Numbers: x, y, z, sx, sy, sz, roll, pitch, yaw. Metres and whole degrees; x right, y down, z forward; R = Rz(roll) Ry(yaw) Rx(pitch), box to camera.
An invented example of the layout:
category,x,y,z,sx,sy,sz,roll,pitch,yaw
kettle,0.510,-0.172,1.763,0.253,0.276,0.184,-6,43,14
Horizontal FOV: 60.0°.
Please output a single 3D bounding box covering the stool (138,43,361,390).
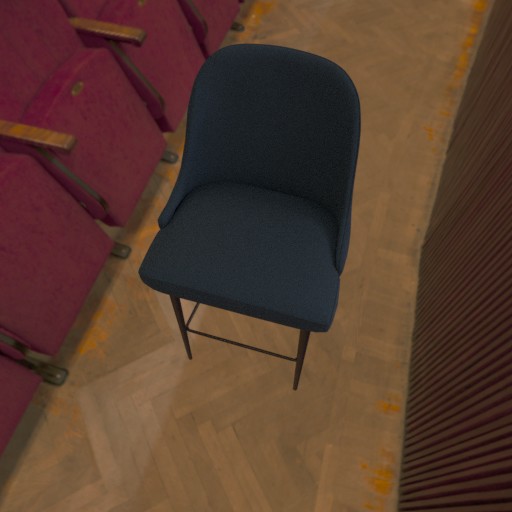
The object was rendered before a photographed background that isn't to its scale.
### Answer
category,x,y,z,sx,sy,sz,roll,pitch,yaw
stool,0.000,0.000,1.358,0.527,1.079,0.489,14,60,8
